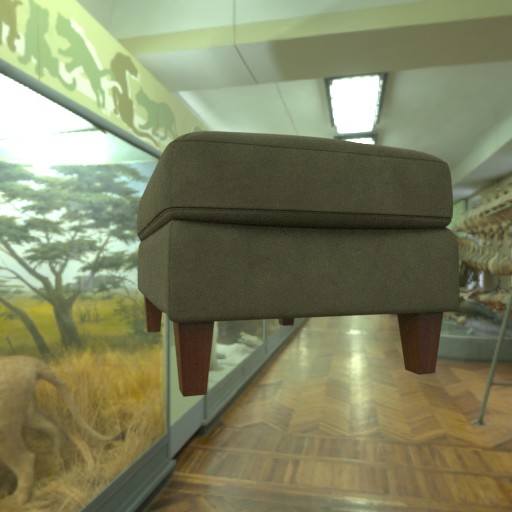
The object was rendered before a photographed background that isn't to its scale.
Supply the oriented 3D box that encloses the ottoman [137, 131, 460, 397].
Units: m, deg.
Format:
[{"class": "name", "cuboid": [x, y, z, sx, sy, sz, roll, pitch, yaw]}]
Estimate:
[{"class": "ottoman", "cuboid": [0.000, 0.000, 1.184, 0.584, 0.483, 0.864, 0, -1, -18]}]
